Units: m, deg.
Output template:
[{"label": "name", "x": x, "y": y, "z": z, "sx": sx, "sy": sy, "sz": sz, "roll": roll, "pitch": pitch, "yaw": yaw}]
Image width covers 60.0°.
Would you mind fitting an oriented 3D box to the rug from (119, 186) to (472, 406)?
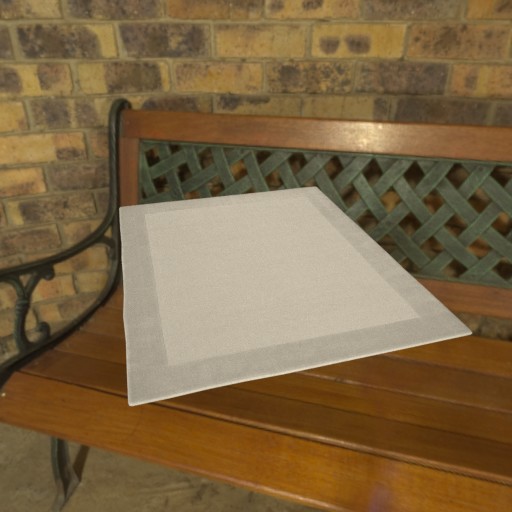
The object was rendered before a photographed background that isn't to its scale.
[{"label": "rug", "x": 0.000, "y": 0.000, "z": 4.145, "sx": 2.430, "sy": 0.018, "sz": 2.976, "roll": -8, "pitch": 31, "yaw": -14}]
